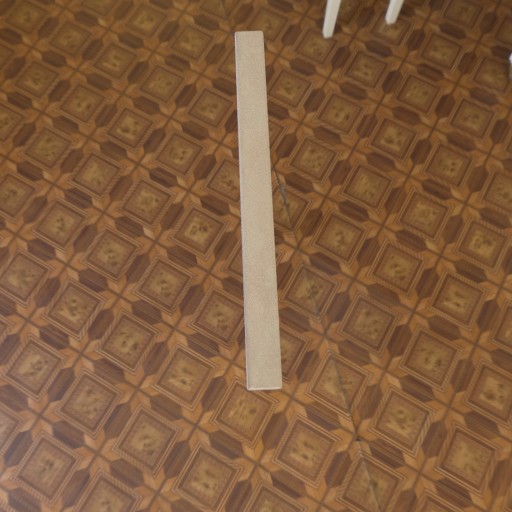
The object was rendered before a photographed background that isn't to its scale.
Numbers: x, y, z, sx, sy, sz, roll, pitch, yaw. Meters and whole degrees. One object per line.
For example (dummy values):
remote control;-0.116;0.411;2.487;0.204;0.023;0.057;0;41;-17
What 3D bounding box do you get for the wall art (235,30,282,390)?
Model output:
wall art;0.000;0.000;0.822;0.038;0.609;0.456;-2;75;-1
